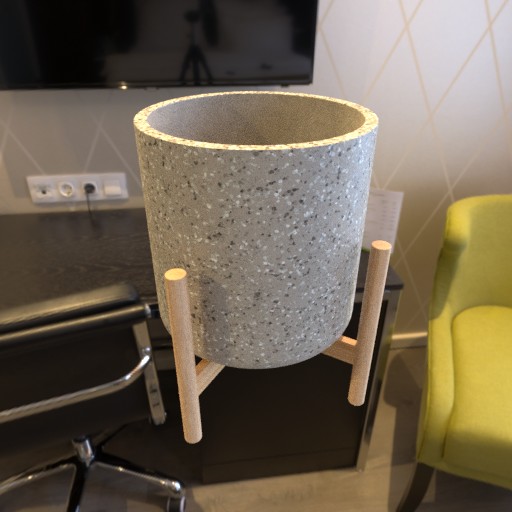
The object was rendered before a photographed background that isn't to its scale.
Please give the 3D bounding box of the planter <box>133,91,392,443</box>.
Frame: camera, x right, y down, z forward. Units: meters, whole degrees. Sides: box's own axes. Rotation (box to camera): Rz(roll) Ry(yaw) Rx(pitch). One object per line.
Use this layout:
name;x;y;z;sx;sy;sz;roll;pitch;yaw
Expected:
planter;0.000;0.000;0.669;0.360;0.419;0.360;-21;37;-32
